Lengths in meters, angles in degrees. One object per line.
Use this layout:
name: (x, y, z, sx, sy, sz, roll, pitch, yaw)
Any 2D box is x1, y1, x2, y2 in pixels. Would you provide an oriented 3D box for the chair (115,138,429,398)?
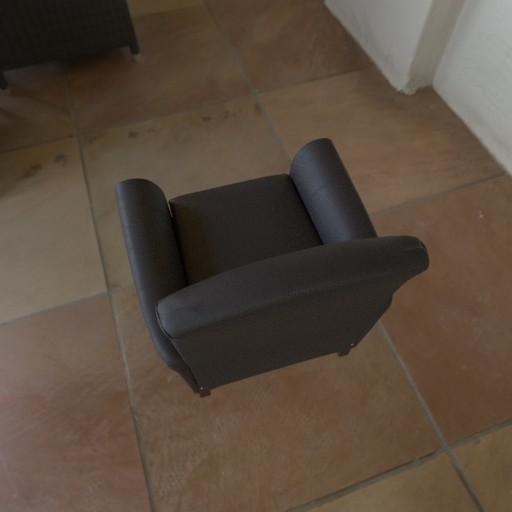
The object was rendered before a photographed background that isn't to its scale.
chair: (0.000, 0.000, 1.759, 0.978, 1.061, 0.902, -14, 59, -9)
